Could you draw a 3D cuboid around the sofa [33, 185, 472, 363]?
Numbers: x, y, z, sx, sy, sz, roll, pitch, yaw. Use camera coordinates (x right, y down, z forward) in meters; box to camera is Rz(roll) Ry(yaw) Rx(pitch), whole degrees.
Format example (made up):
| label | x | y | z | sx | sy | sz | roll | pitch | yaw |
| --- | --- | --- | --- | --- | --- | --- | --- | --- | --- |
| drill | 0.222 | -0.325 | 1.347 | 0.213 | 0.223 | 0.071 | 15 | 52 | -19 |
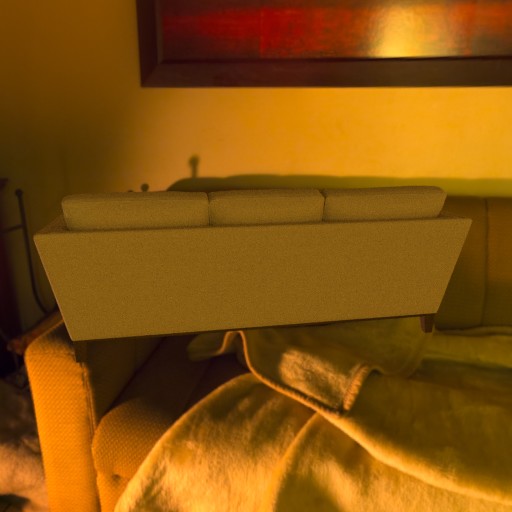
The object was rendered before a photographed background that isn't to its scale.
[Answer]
| label | x | y | z | sx | sy | sz | roll | pitch | yaw |
| --- | --- | --- | --- | --- | --- | --- | --- | --- | --- |
| sofa | 0.000 | 0.000 | 2.892 | 2.388 | 0.940 | 0.965 | -3 | 15 | -10 |
